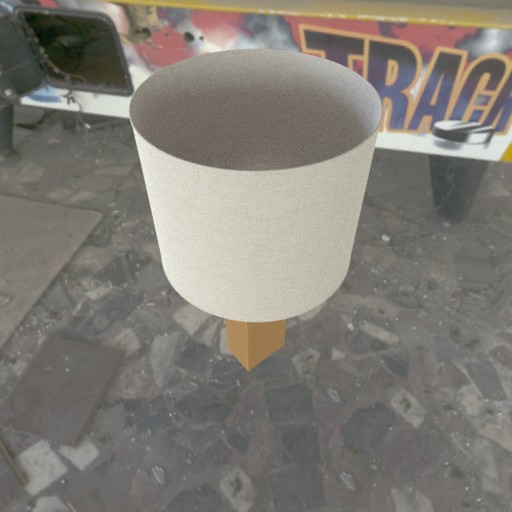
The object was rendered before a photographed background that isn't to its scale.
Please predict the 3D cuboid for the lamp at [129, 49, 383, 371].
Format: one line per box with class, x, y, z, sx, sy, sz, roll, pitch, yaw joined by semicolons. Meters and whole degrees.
lamp;0.000;0.000;0.556;0.229;0.417;0.229;-30;53;-26
